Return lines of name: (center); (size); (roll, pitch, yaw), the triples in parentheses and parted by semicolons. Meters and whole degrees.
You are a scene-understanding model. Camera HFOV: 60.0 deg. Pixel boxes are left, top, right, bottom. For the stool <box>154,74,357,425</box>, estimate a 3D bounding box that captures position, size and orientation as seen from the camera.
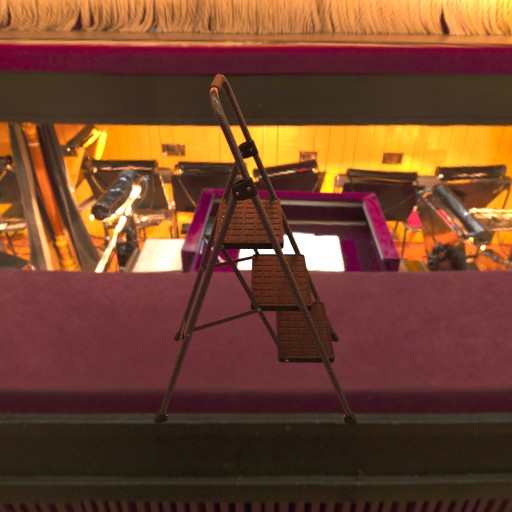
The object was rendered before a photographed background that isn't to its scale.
stool: (0.000, 0.000, 1.492); (0.733, 1.121, 0.473); (0, 31, 0)
